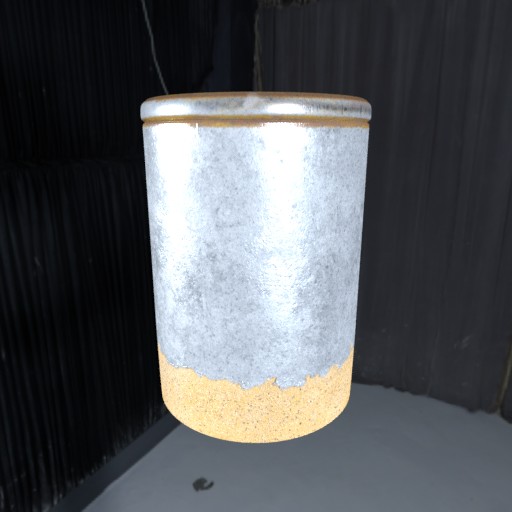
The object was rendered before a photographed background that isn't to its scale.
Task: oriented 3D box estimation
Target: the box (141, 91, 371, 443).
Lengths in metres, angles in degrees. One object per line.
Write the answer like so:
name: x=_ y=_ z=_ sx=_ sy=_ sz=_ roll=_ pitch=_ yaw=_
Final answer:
box: x=0.000 y=0.000 z=0.254 sx=0.118 sy=0.168 sz=0.118 roll=0 pitch=15 yaw=0
